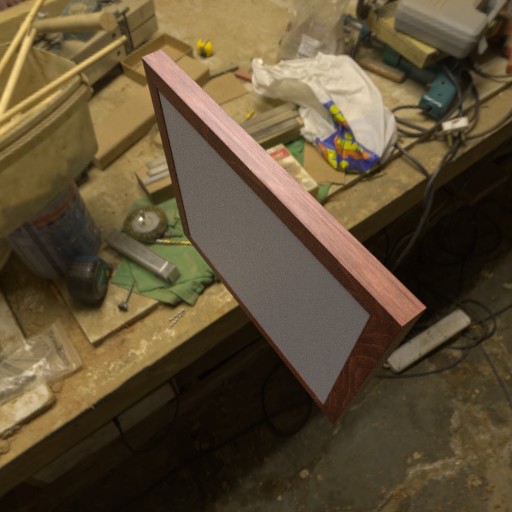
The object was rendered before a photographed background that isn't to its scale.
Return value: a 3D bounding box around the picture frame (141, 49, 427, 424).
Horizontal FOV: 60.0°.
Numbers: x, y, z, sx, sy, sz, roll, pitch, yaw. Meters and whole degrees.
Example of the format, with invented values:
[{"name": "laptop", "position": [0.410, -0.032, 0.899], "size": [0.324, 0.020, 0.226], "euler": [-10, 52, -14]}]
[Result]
[{"name": "picture frame", "position": [0.000, 0.000, 0.535], "size": [0.025, 0.330, 0.381], "euler": [-32, 63, -18]}]
